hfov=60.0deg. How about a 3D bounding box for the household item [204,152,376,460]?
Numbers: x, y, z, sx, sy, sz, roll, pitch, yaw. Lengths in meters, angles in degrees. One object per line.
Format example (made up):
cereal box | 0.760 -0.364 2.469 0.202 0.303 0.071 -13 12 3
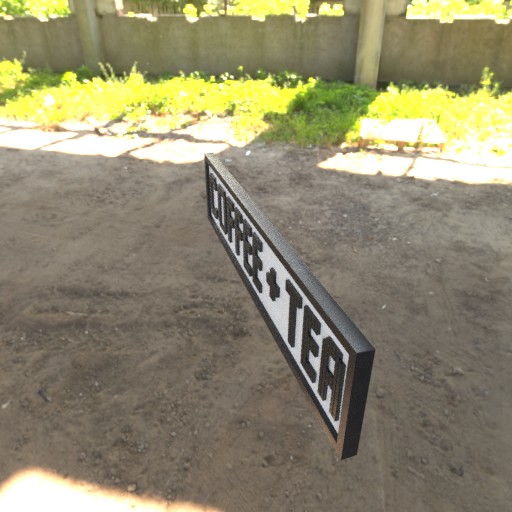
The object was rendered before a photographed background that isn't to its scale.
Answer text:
household item | 0.000 0.000 1.098 0.030 0.236 1.001 -9 31 -16
